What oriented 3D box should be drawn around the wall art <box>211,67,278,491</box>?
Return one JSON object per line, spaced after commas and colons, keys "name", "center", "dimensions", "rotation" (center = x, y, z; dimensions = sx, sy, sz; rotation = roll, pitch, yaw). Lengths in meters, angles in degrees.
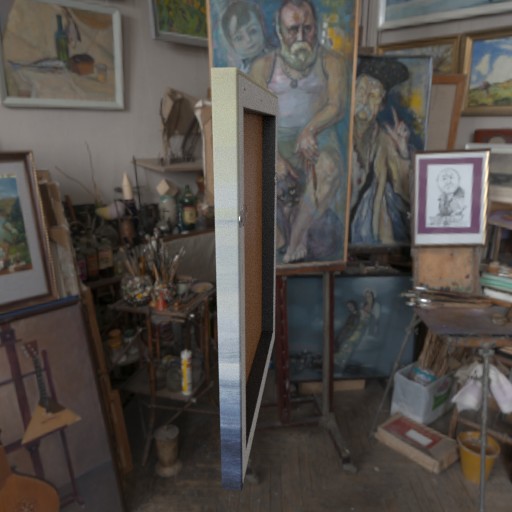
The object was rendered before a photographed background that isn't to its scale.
{"name": "wall art", "center": [0.000, 0.000, 0.989], "dimensions": [0.041, 0.710, 0.608], "rotation": [2, 16, 8]}
